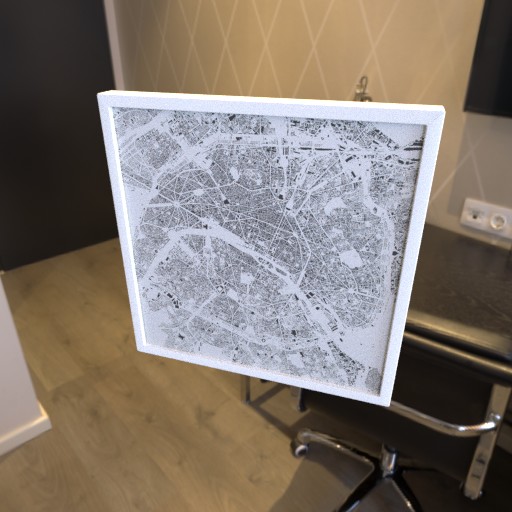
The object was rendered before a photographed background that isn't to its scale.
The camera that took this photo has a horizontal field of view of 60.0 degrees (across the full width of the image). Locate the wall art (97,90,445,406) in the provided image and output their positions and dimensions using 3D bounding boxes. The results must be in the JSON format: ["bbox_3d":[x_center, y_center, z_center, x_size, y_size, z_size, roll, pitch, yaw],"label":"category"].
[{"bbox_3d":[0.000,0.000,0.753,0.508,0.508,0.038,8,29,16],"label":"wall art"}]
